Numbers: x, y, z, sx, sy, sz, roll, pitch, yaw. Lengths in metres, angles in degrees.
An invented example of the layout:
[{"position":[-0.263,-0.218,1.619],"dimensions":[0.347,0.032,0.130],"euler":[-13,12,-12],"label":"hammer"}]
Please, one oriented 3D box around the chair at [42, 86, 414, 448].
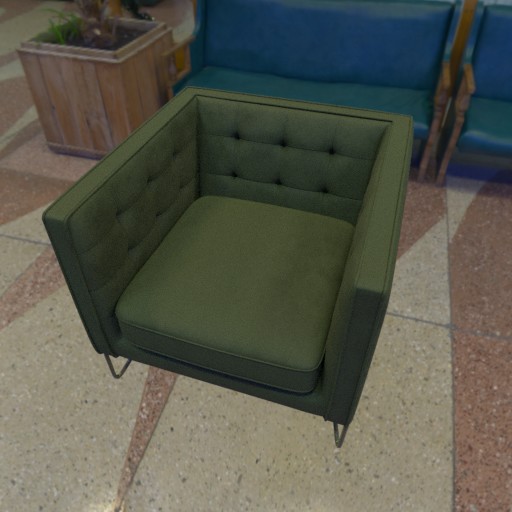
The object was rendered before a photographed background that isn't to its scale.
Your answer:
[{"position":[0.000,0.000,1.556],"dimensions":[0.880,0.790,0.894],"euler":[12,44,13],"label":"chair"}]
